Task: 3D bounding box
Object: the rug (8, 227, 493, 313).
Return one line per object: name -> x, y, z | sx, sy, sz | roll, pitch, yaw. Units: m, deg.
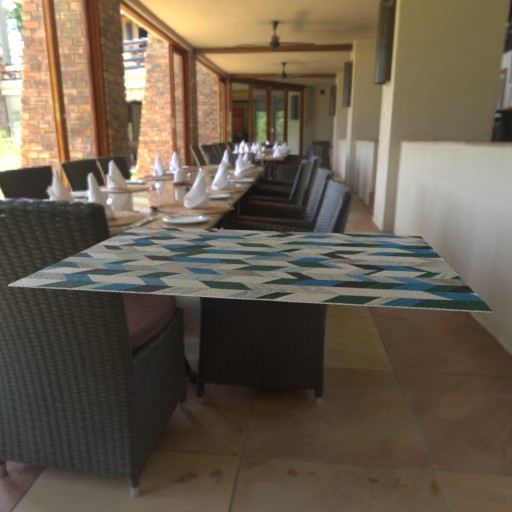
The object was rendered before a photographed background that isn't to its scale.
rug -> 0.000, 0.000, 2.221 | 1.827, 0.005, 1.229 | 2, 15, 9
